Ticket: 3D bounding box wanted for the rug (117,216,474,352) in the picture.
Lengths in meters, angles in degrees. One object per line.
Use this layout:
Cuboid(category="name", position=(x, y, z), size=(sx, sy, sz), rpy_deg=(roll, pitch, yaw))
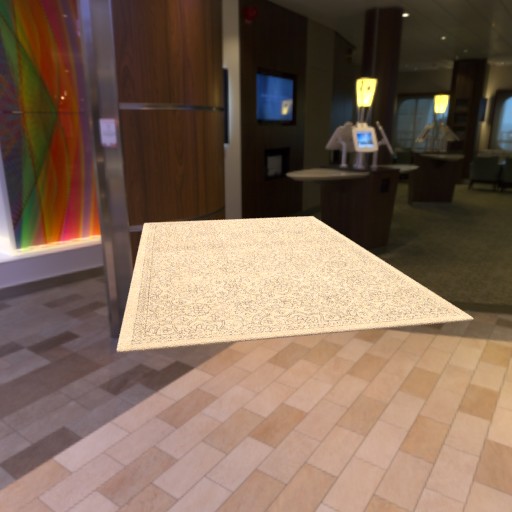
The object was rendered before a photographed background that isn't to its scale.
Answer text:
Cuboid(category="rug", position=(0.000, 0.000, 2.313), size=(1.219, 0.010, 1.829), rpy_deg=(-3, 17, -11))
